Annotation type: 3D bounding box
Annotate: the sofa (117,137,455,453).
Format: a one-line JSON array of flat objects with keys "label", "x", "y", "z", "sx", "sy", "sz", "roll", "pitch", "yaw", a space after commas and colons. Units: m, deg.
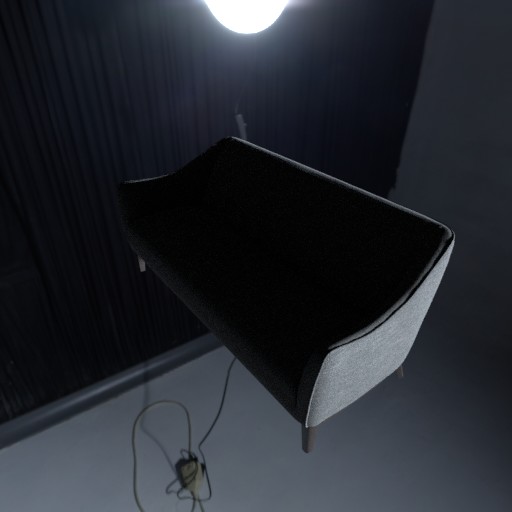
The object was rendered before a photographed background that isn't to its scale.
[{"label": "sofa", "x": 0.000, "y": 0.000, "z": 2.452, "sx": 0.867, "sy": 0.829, "sz": 1.928, "roll": -20, "pitch": 36, "yaw": -30}]
